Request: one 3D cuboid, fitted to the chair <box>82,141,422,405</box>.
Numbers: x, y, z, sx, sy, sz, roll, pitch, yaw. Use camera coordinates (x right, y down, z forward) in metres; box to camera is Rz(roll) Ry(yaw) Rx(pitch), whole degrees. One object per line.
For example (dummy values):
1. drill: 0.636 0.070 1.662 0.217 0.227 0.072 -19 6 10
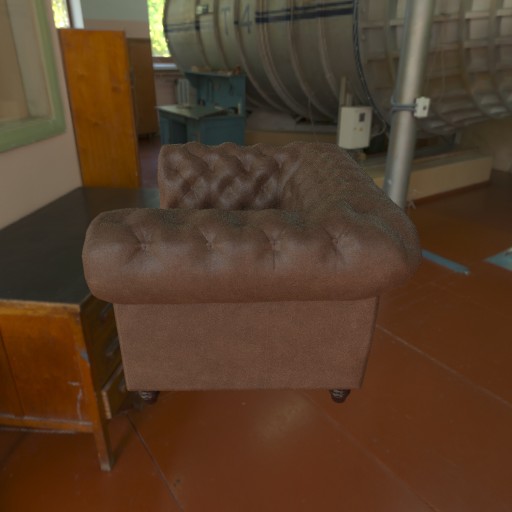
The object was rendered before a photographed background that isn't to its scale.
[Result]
1. chair: 0.000 0.000 1.849 0.954 0.784 1.298 0 25 -1
